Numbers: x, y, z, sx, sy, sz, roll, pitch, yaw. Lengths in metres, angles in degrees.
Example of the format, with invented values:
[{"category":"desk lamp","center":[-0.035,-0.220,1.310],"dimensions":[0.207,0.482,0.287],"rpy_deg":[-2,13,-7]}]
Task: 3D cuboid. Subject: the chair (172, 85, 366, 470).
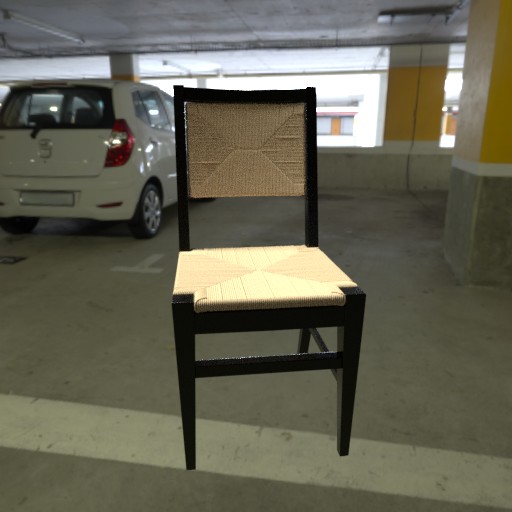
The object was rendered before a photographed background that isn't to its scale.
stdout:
[{"category":"chair","center":[0.000,0.000,1.226],"dimensions":[0.437,0.927,0.552],"rpy_deg":[-2,16,-7]}]
